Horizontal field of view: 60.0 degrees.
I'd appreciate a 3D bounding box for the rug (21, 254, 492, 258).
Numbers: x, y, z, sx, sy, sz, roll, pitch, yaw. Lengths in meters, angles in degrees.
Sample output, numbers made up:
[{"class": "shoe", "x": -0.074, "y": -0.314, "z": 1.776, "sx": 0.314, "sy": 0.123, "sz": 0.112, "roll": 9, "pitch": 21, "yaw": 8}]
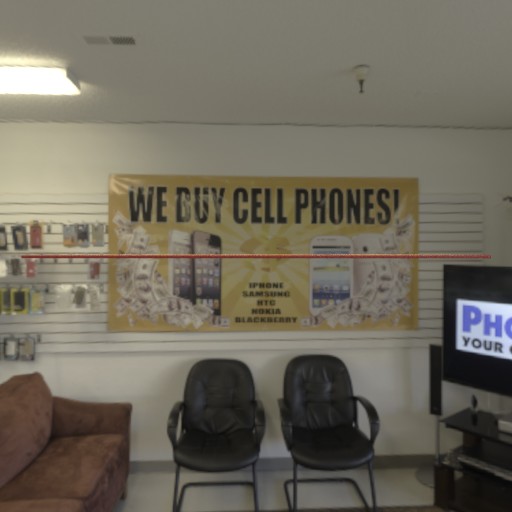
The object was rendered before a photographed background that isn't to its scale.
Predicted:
[{"class": "rug", "x": 0.000, "y": 0.000, "z": 2.288, "sx": 1.802, "sy": 0.013, "sz": 1.194, "roll": 0, "pitch": 0, "yaw": 0}]
